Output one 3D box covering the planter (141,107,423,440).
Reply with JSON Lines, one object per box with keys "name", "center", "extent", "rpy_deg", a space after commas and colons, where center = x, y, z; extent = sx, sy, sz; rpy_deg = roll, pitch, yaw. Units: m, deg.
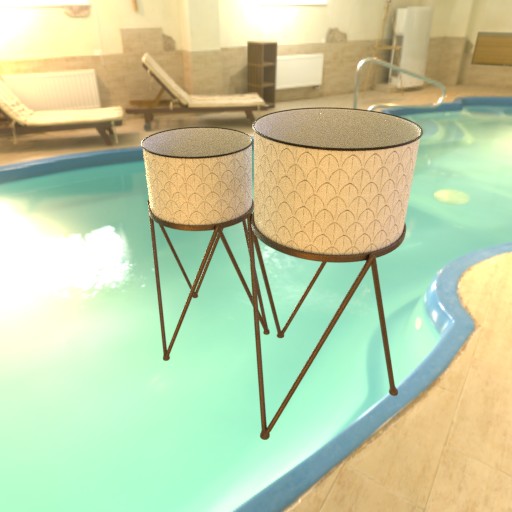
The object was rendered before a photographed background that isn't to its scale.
{"name": "planter", "center": [0.000, 0.000, 1.141], "extent": [0.769, 0.712, 0.413], "rpy_deg": [22, 36, 33]}
